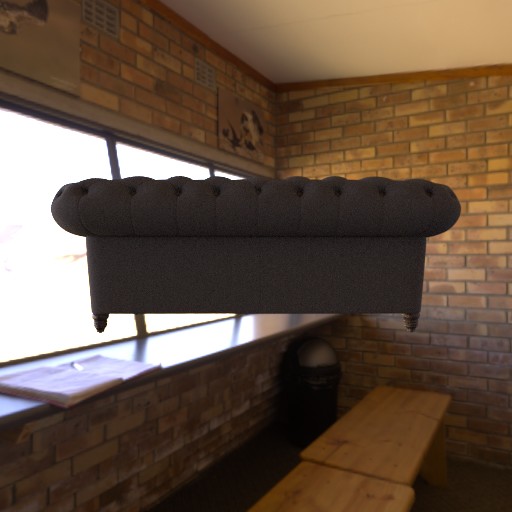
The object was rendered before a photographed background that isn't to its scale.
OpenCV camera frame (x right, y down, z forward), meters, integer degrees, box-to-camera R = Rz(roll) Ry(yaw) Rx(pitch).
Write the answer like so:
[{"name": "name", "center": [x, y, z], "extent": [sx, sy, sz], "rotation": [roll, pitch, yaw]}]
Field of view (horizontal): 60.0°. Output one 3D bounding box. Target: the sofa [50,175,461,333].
[{"name": "sofa", "center": [0.000, 0.000, 2.483], "extent": [1.998, 0.764, 0.986], "rotation": [0, 0, -1]}]
